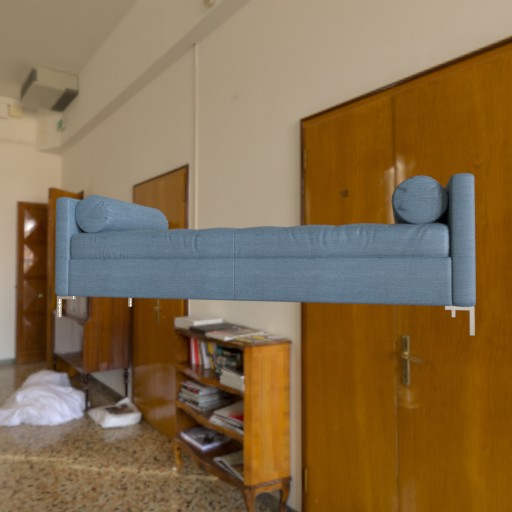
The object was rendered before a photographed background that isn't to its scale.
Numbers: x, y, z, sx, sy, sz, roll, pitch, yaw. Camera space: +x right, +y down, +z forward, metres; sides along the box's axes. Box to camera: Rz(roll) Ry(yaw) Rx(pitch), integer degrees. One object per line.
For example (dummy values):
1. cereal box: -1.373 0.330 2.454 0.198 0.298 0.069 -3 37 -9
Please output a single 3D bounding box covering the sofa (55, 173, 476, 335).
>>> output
1. sofa: 0.000 0.000 2.314 1.981 0.635 0.686 0 -1 18
